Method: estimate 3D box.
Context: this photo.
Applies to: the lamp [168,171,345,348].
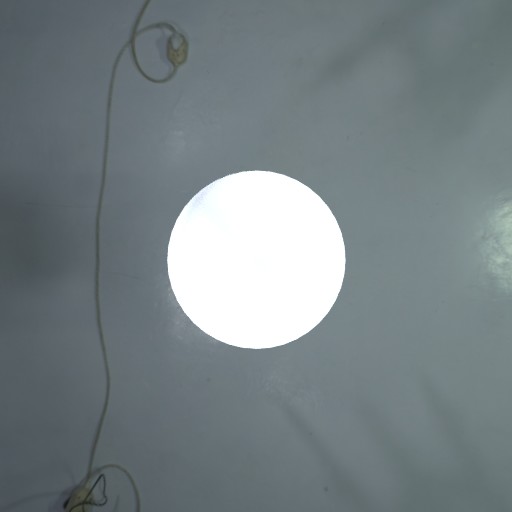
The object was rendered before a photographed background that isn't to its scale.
[{"bbox_3d":[0.000,0.000,0.552,0.153,0.480,0.153,0,91,0],"label":"lamp"}]
